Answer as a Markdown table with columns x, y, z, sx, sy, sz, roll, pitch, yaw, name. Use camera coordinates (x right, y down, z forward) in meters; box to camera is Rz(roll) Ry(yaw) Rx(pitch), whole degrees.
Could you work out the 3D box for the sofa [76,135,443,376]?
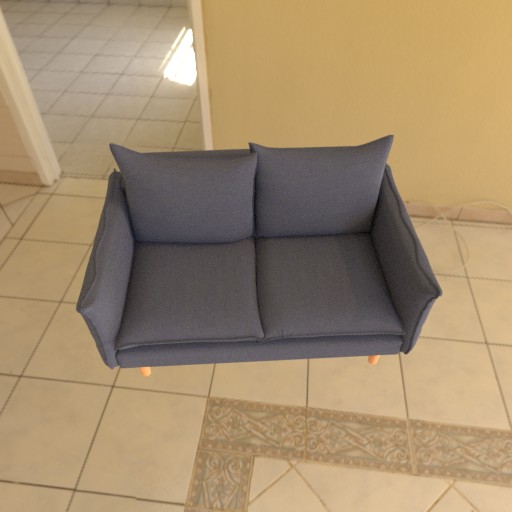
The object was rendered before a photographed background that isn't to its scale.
| x | y | z | sx | sy | sz | roll | pitch | yaw | name |
| --- | --- | --- | --- | --- | --- | --- | --- | --- | --- |
| 0.000 | 0.000 | 1.903 | 1.300 | 0.840 | 0.820 | -2 | 46 | -2 | sofa |
